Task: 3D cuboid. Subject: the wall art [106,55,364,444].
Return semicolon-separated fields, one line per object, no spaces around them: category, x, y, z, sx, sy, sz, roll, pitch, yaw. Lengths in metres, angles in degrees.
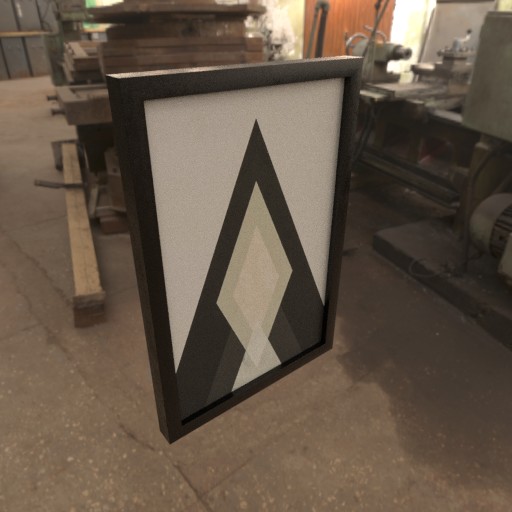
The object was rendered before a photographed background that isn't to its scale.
wall art;0.000;0.000;0.574;0.313;0.457;0.031;-21;35;-33
